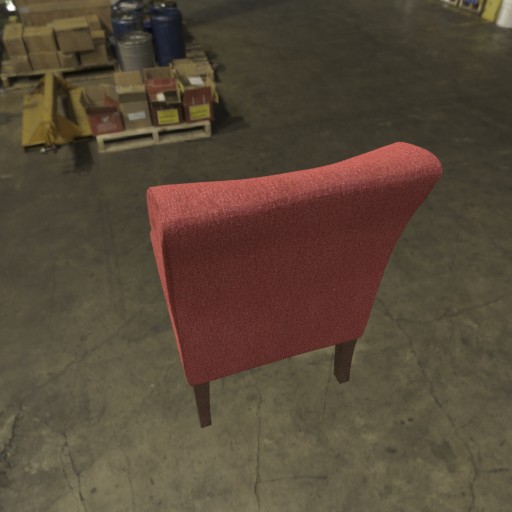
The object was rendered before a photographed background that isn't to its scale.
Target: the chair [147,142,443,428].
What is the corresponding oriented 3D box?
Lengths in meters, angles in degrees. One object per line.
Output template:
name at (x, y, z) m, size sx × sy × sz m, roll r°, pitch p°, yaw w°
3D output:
chair at (0.000, 0.000, 1.239) m, size 0.538 × 0.846 × 0.640 m, roll -13°, pitch 44°, yaw -14°
